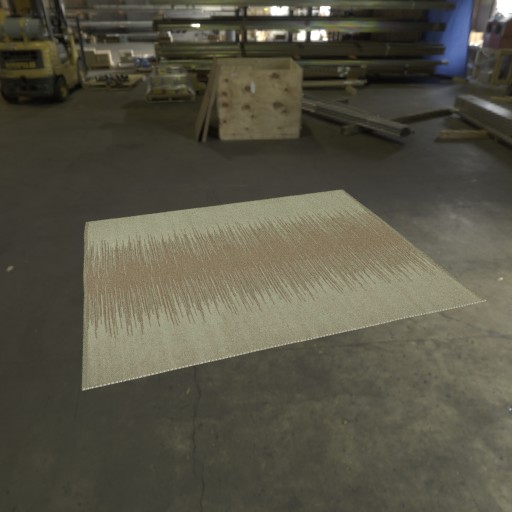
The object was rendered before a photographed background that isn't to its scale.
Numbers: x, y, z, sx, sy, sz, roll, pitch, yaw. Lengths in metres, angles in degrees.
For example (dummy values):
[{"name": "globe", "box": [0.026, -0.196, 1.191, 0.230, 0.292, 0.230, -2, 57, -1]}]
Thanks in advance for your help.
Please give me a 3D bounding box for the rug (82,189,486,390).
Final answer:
[{"name": "rug", "box": [0.000, 0.000, 4.103, 3.048, 0.013, 2.438, -9, 32, -15]}]
